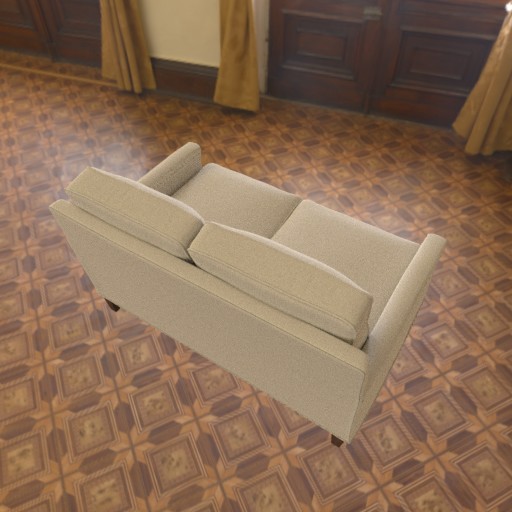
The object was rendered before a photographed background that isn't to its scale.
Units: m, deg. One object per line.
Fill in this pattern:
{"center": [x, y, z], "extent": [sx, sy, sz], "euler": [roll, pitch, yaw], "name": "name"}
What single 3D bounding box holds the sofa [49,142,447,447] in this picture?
{"center": [0.000, 0.000, 2.227], "extent": [1.597, 1.003, 1.084], "euler": [25, 51, 22], "name": "sofa"}
